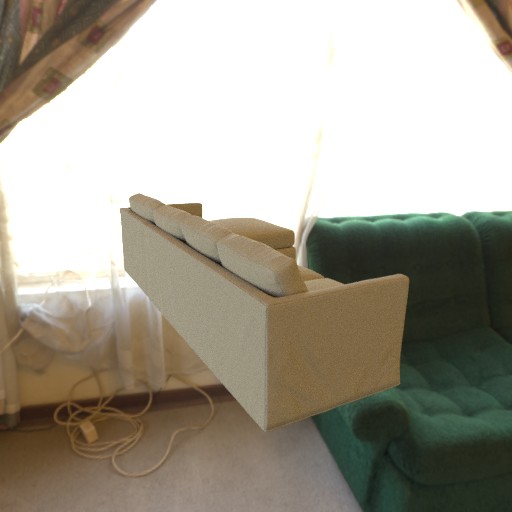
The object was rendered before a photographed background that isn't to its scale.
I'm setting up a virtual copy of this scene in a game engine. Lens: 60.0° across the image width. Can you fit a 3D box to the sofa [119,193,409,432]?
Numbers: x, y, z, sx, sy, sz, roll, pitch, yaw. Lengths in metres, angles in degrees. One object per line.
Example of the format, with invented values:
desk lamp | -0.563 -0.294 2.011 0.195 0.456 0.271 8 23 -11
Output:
sofa | 0.000 0.000 3.815 1.622 0.867 3.177 -8 17 -27
